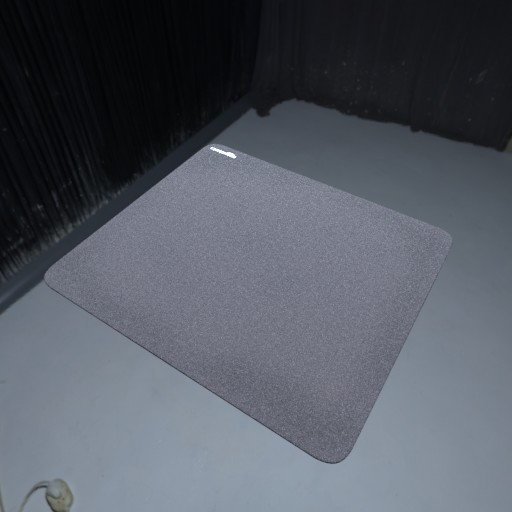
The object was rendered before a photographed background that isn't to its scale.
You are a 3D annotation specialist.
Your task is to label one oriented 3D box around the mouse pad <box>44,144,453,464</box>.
[{"bbox_3d":[0.000,0.000,0.624,0.451,0.002,0.393,26,52,22],"label":"mouse pad"}]
